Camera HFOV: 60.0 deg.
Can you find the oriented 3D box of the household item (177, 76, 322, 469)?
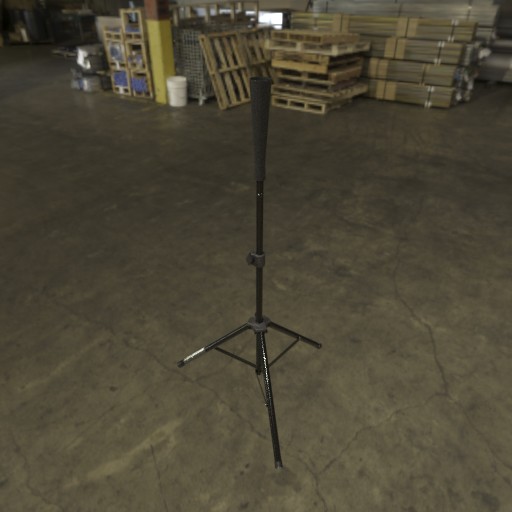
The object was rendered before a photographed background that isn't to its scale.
[{"bbox_3d":[0.000,0.000,1.386,0.559,1.067,0.559,20,37,29],"label":"household item"}]
